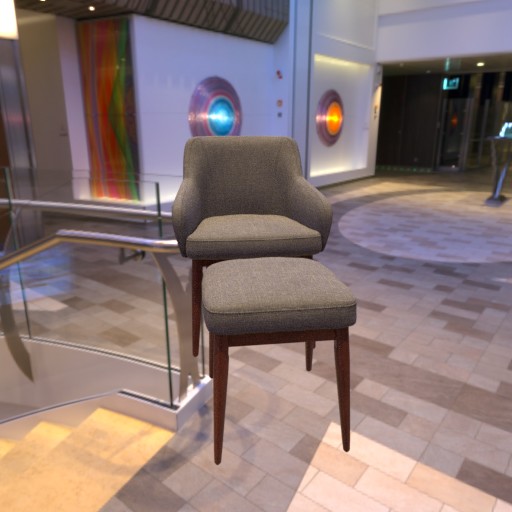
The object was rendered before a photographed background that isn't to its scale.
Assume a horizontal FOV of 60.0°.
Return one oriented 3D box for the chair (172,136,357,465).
[{"bbox_3d":[0.000,0.000,1.583,0.584,0.799,1.107,-2,17,-7],"label":"chair"}]
